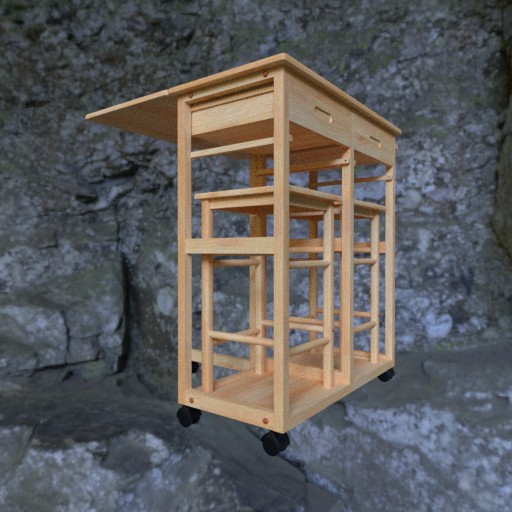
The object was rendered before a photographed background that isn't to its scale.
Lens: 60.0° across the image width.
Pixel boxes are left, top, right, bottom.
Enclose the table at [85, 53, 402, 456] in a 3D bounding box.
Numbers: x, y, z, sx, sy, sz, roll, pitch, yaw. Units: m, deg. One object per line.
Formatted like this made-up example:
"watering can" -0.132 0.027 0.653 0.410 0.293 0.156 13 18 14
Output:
"table" 0.000 0.000 1.398 0.693 0.832 0.752 0 1 36
